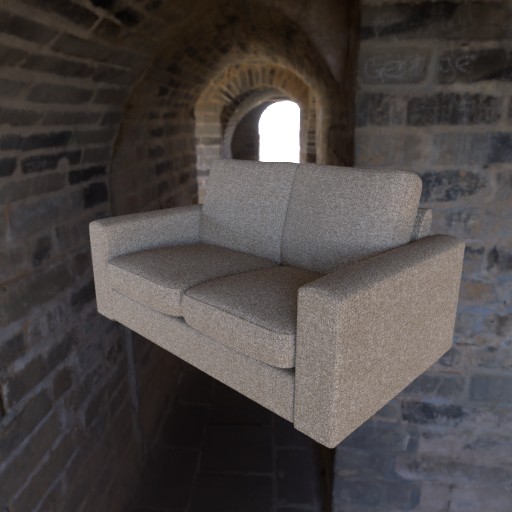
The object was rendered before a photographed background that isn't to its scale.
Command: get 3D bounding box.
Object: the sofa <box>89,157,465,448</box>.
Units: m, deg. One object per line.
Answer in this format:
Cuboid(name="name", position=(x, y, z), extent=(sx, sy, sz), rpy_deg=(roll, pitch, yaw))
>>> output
Cuboid(name="sofa", position=(0.000, 0.000, 2.184), extent=(1.616, 0.873, 1.016), rpy_deg=(15, 22, 42))
